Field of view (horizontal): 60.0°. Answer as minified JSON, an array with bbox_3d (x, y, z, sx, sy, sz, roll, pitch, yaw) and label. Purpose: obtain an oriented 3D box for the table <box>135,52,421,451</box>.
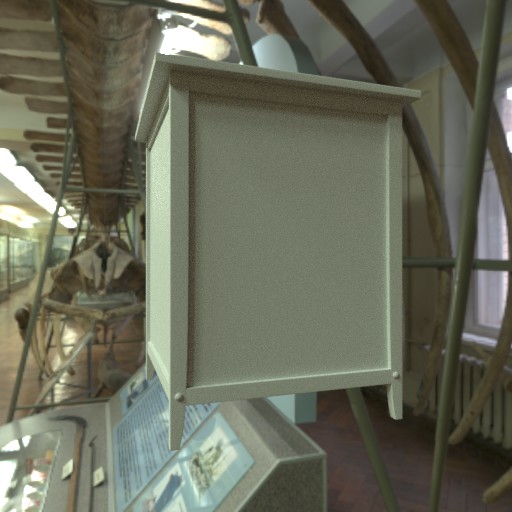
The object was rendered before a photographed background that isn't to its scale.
[{"bbox_3d":[0.000,0.000,0.765,0.381,0.483,0.381,0,0,-19],"label":"table"}]
